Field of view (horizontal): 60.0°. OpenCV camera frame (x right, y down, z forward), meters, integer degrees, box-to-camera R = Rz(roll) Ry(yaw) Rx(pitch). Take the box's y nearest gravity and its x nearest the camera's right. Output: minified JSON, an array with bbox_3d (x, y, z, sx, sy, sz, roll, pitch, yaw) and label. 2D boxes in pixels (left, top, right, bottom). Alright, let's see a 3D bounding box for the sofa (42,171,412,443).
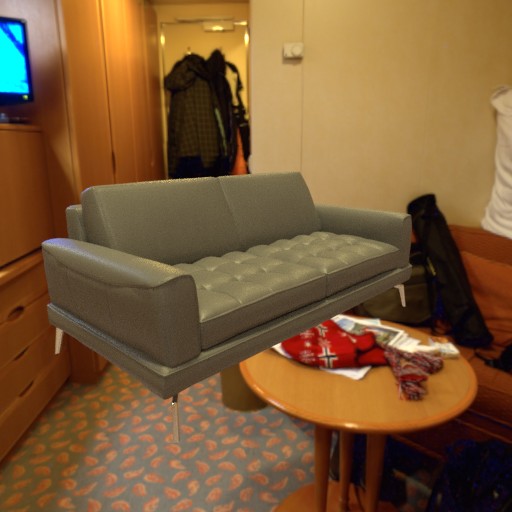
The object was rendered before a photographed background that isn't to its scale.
[{"bbox_3d":[0.000,0.000,2.720,1.121,0.930,2.177,13,19,42],"label":"sofa"}]
